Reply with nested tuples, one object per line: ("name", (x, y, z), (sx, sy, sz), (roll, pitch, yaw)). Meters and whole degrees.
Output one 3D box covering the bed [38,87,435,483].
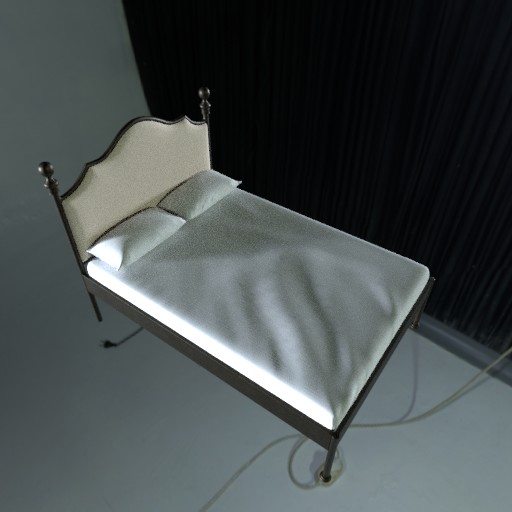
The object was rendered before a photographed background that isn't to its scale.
("bed", (0.000, 0.000, 3.104), (2.170, 1.462, 1.533), (26, 48, 26))
